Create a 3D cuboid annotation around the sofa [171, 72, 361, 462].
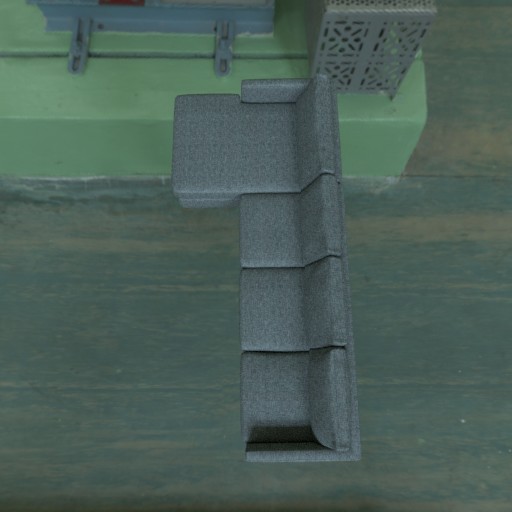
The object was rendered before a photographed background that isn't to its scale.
[{"bbox_3d":[0.000,0.000,4.142,1.635,0.960,3.485,-1,76,0],"label":"sofa"}]
